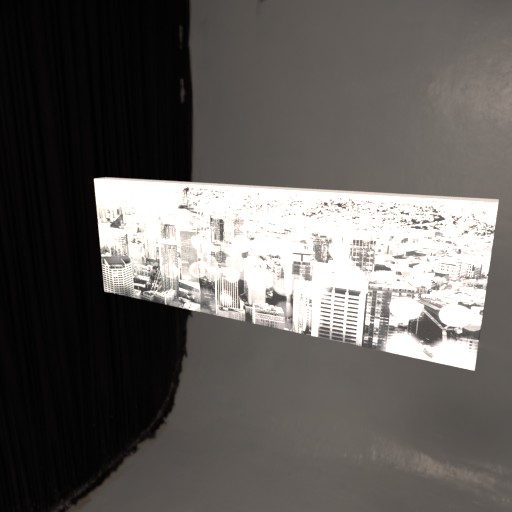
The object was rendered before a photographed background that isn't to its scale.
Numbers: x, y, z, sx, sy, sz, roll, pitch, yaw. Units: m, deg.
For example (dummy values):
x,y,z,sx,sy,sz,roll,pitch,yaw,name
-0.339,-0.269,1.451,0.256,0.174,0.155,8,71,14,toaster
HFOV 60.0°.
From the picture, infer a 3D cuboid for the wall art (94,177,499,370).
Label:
x,y,z,sx,sy,sz,roll,pitch,yaw,name
0.000,0.000,0.822,0.763,0.255,0.038,8,17,27,wall art
